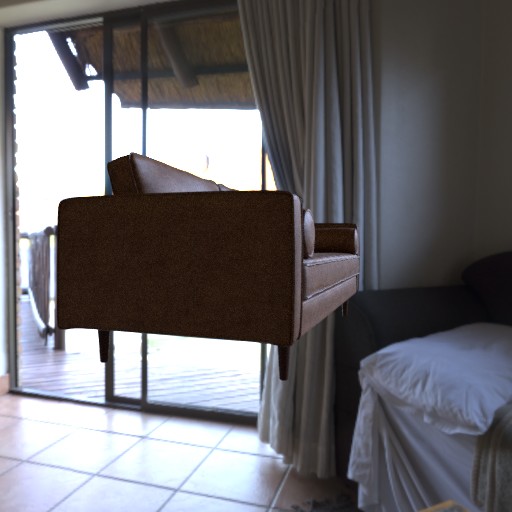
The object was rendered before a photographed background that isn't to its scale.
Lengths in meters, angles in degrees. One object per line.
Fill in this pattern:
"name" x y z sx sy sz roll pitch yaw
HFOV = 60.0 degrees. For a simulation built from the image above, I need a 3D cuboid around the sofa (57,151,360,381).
"sofa" 0.000 0.000 2.373 0.924 0.825 1.920 0 1 19
